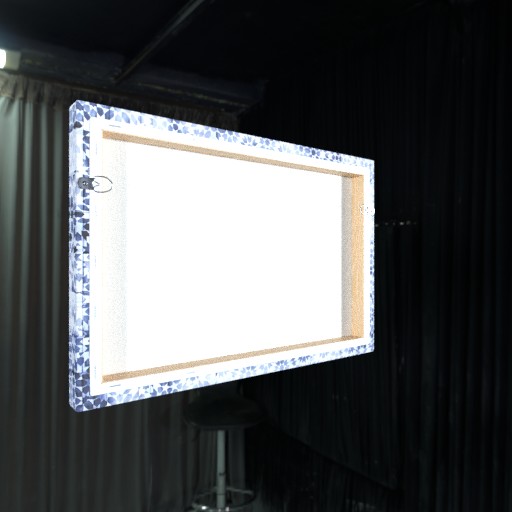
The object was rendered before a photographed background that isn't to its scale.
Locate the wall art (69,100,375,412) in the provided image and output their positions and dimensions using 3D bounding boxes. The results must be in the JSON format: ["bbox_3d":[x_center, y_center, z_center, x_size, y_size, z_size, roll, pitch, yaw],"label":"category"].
[{"bbox_3d":[0.000,0.000,1.154,0.911,0.608,0.057,0,0,-37],"label":"wall art"}]
